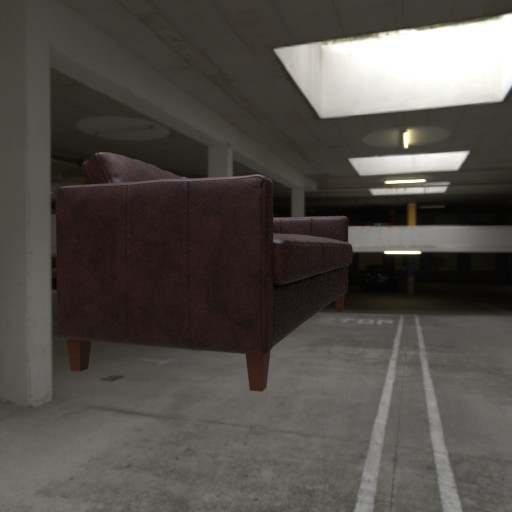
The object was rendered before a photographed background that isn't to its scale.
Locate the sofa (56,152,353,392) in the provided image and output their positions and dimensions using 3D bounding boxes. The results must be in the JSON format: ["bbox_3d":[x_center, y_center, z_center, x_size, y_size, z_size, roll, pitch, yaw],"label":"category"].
[{"bbox_3d":[0.000,0.000,2.928,1.045,1.006,2.464,0,1,19],"label":"sofa"}]
